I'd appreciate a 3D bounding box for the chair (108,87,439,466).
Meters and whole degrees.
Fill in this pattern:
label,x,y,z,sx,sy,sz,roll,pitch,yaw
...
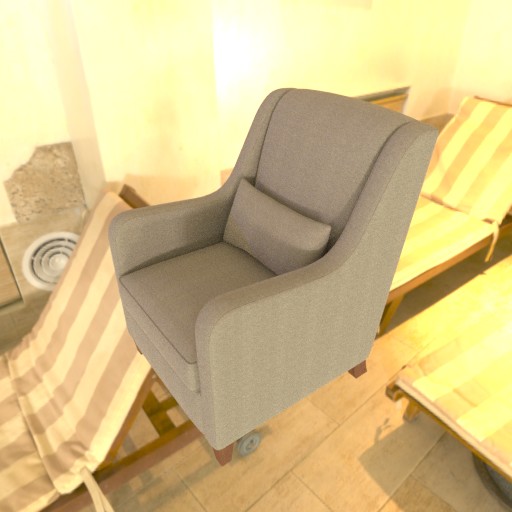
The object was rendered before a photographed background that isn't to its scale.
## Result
label,x,y,z,sx,sy,sz,roll,pitch,yaw
chair,0.000,0.000,1.619,0.890,1.017,0.715,-22,39,-30
